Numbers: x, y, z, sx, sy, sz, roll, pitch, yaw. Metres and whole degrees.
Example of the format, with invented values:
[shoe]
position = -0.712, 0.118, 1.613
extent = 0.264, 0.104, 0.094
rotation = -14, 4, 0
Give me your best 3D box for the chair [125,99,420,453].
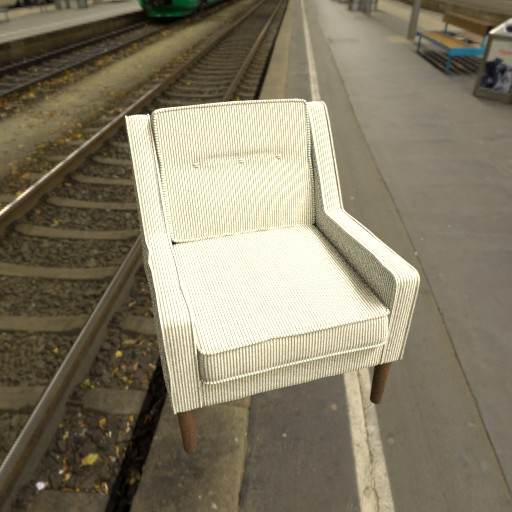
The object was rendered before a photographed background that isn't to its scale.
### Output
[chair]
position = 0.000, 0.000, 1.349
extent = 0.663, 0.792, 0.743
rotation = -9, 34, -14
